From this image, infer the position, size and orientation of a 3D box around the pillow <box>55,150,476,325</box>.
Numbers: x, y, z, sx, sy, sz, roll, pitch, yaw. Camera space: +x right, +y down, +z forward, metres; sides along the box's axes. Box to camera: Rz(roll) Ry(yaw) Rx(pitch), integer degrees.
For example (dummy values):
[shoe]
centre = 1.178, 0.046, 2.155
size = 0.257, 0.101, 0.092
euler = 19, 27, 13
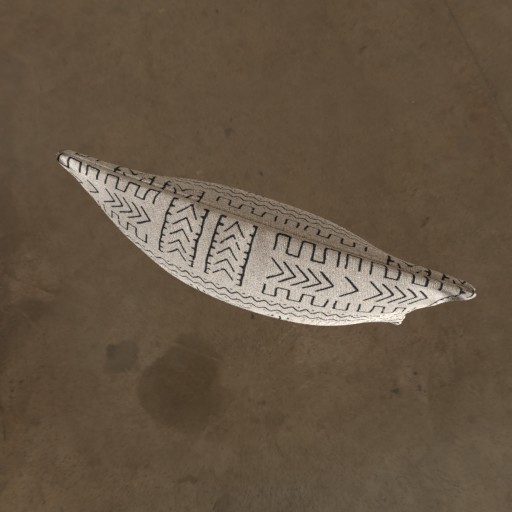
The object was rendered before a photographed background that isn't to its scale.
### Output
[pillow]
centre = 0.000, 0.000, 0.785
size = 0.637, 0.352, 0.188
euler = 19, 76, 5
